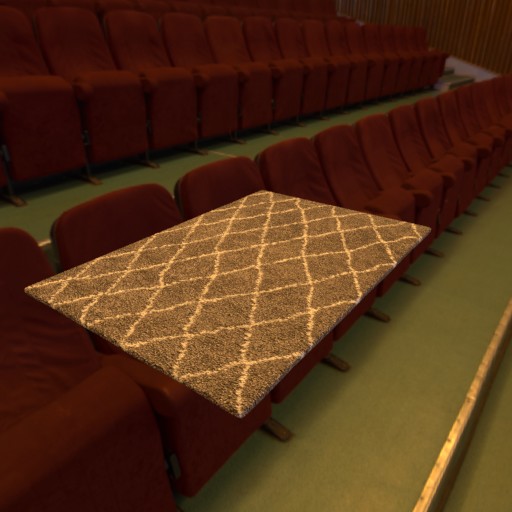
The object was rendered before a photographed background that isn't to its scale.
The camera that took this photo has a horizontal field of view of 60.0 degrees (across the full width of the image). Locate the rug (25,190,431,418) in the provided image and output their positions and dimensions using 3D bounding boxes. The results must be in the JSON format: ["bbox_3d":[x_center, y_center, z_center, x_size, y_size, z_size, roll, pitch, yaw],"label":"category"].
[{"bbox_3d":[0.000,0.000,2.256,1.219,0.030,1.778,18,31,33],"label":"rug"}]
